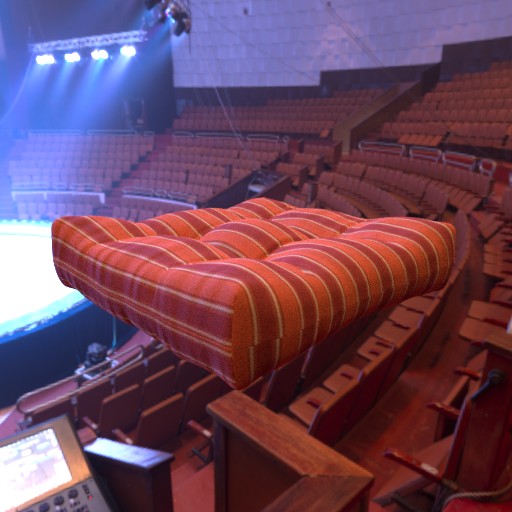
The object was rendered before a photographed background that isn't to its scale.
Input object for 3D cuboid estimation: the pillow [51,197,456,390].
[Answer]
[{"bbox_3d":[0.000,0.000,0.716,0.490,0.133,0.468,-15,21,-42],"label":"pillow"}]
